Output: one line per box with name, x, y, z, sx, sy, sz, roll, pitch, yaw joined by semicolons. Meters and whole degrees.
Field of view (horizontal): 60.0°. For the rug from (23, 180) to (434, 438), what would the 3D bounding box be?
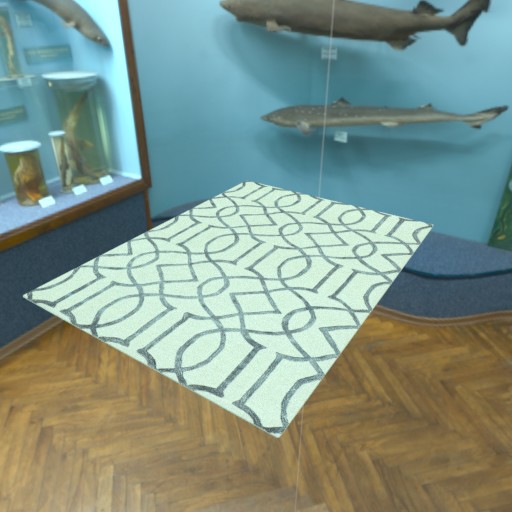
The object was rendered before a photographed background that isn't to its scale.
rug;0.000;0.000;3.784;2.211;0.021;2.910;18;35;29
